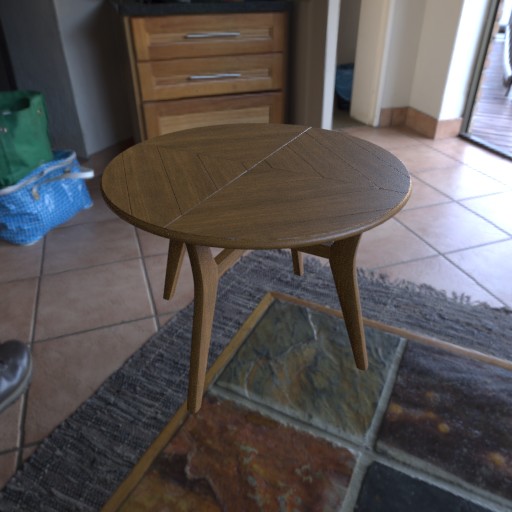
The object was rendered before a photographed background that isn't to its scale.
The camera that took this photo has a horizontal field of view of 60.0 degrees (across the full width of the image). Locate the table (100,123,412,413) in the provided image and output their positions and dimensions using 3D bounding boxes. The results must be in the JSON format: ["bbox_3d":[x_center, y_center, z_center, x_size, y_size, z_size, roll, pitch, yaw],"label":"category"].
[{"bbox_3d":[0.000,0.000,1.755,1.055,0.757,1.055,0,32,0],"label":"table"}]
